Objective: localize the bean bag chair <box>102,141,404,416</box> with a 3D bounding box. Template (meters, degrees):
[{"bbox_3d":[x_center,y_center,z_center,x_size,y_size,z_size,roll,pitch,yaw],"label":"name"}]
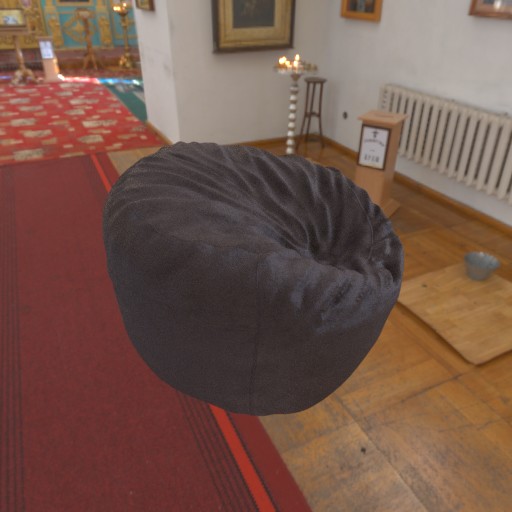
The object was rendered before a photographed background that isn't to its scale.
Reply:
[{"bbox_3d":[0.000,0.000,1.966,1.245,0.821,1.245,0,30,0],"label":"bean bag chair"}]
